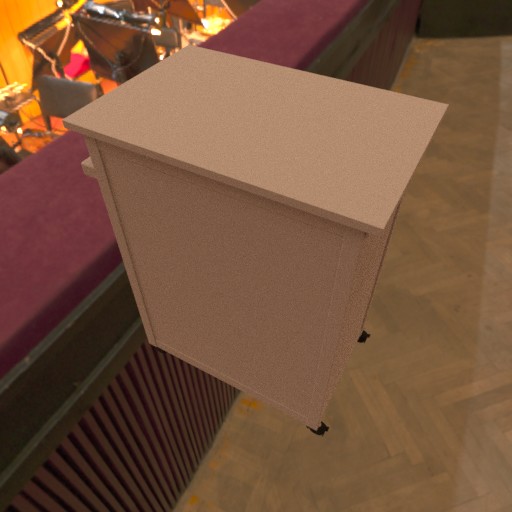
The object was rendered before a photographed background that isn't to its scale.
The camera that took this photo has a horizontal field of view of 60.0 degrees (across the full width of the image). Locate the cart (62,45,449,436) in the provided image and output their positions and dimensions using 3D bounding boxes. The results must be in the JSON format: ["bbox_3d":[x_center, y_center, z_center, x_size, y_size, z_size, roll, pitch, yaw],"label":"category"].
[{"bbox_3d":[0.000,0.000,1.225,0.683,0.864,0.442,22,50,20],"label":"cart"}]
